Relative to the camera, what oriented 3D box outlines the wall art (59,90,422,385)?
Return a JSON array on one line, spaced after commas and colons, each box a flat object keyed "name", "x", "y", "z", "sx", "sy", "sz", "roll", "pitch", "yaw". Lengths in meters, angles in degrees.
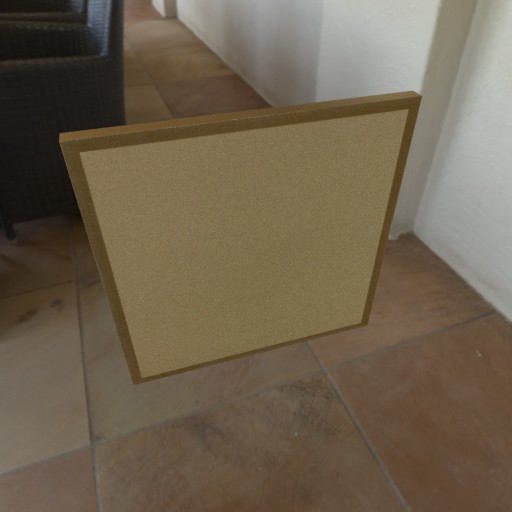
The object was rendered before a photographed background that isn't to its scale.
[{"name": "wall art", "x": 0.000, "y": 0.000, "z": 1.150, "sx": 0.762, "sy": 0.760, "sz": 0.037, "roll": -11, "pitch": 41, "yaw": -13}]
